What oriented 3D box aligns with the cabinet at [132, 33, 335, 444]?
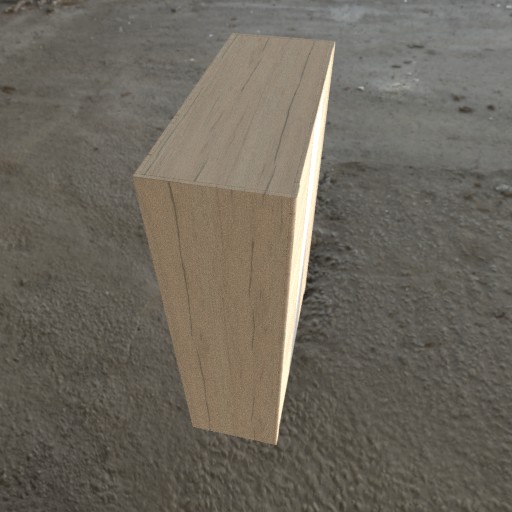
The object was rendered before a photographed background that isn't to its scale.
[{"bbox_3d":[0.000,0.000,2.717,0.580,2.070,1.400,9,46,9],"label":"cabinet"}]
